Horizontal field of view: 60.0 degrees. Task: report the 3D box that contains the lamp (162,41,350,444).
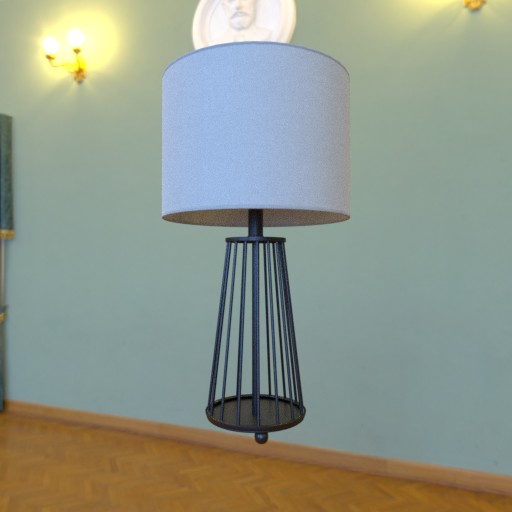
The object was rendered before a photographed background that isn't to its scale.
[{"bbox_3d":[0.000,0.000,0.772,0.322,0.593,0.322,0,-1,20],"label":"lamp"}]
